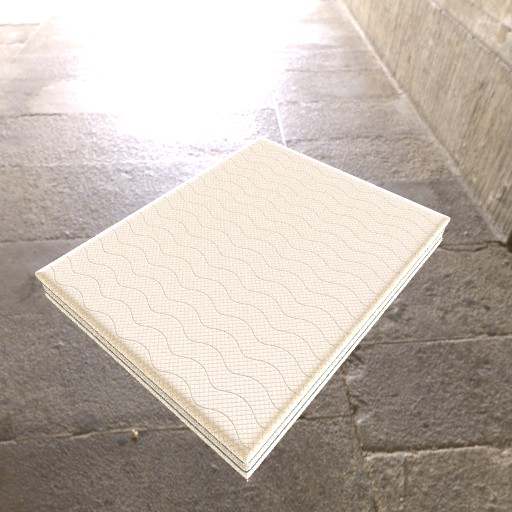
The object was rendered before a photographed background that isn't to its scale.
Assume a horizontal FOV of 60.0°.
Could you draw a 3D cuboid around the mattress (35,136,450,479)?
[{"bbox_3d":[0.000,0.000,2.755,1.600,0.230,2.000,31,52,27],"label":"mattress"}]
